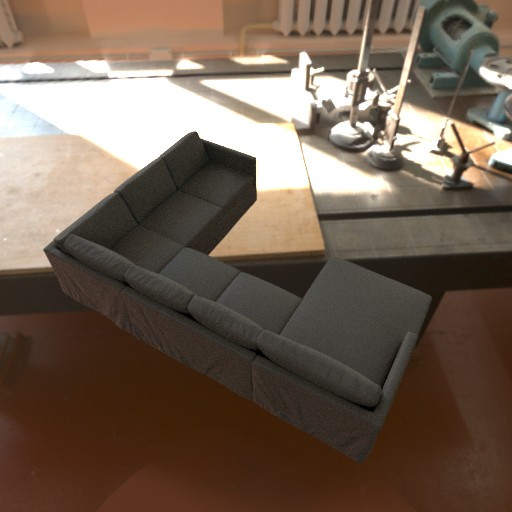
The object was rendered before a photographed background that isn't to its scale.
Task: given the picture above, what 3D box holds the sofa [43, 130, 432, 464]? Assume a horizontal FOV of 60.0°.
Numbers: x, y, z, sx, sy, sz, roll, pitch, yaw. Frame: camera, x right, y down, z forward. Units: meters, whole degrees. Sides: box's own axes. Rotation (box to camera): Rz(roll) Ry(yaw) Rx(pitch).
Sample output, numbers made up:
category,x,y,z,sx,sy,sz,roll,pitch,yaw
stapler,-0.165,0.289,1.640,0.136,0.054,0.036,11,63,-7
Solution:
category,x,y,z,sx,sy,sz,roll,pitch,yaw
sofa,0.000,0.000,4.621,3.528,0.878,2.476,23,51,20
